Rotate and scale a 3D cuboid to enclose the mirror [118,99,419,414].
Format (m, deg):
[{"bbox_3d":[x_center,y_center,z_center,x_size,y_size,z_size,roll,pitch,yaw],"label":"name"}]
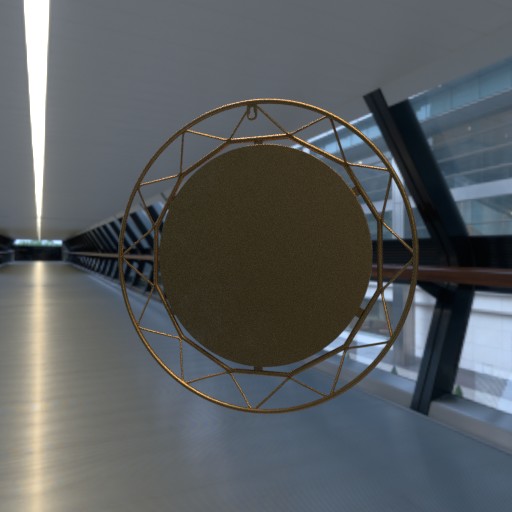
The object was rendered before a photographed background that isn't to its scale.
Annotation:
[{"bbox_3d":[0.000,0.000,0.660,0.454,0.454,0.043,0,-1,18],"label":"mirror"}]
